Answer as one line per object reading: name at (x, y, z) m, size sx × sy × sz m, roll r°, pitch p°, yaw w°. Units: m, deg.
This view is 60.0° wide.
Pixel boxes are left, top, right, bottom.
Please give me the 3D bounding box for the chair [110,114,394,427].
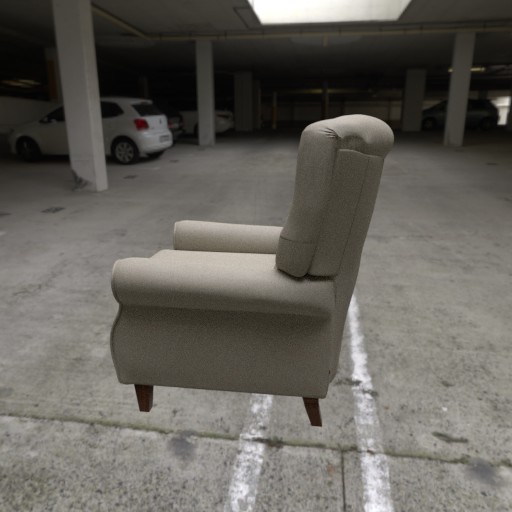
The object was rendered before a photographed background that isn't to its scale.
chair at (0.000, 0.000, 1.913) m, size 1.059 × 1.158 × 0.943 m, roll 2°, pitch 16°, yaw 8°
